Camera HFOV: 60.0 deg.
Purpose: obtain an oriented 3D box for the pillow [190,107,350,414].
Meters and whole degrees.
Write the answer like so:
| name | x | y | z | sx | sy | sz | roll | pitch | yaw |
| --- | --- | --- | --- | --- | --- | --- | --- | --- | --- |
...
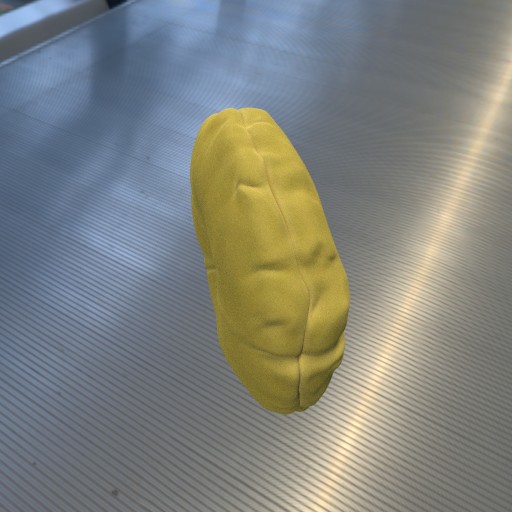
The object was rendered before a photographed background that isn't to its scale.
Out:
| name | x | y | z | sx | sy | sz | roll | pitch | yaw |
| --- | --- | --- | --- | --- | --- | --- | --- | --- | --- |
| pillow | 0.000 | 0.000 | 0.636 | 0.148 | 0.407 | 0.428 | -11 | 49 | -10 |
